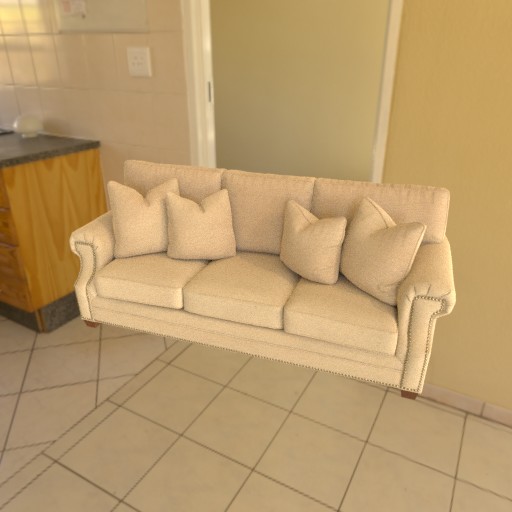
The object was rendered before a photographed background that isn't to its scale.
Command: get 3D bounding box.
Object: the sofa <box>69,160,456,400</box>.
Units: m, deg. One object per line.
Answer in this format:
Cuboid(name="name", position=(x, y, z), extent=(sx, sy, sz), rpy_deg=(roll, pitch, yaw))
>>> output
Cuboid(name="sofa", position=(0.000, 0.000, 2.837), extent=(2.312, 0.975, 0.965), rpy_deg=(8, 26, 17))
